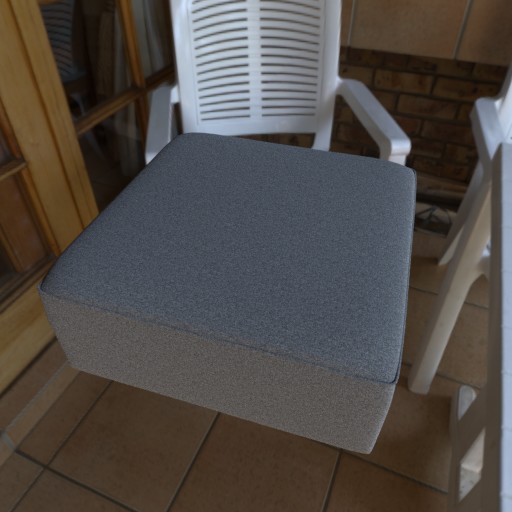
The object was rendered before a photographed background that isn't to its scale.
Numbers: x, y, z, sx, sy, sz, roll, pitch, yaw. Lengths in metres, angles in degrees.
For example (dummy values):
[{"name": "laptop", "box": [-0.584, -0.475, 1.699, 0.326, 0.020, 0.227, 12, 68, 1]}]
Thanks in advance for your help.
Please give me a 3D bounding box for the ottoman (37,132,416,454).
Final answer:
[{"name": "ottoman", "box": [0.000, 0.000, 1.586, 1.005, 0.464, 1.015, 12, 43, 13]}]
